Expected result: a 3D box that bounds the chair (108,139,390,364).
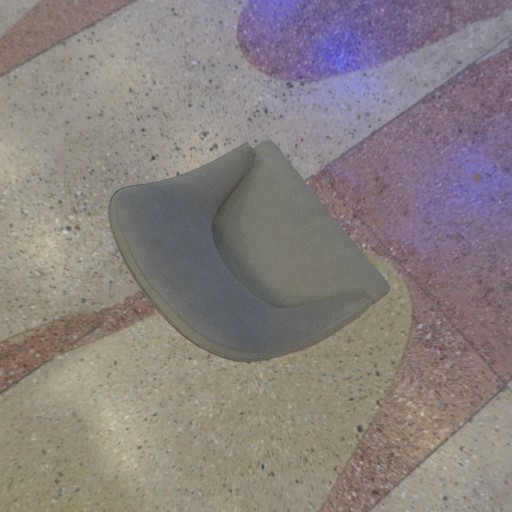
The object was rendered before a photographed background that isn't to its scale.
[{"bbox_3d":[0.000,0.000,1.310,0.575,0.889,0.643,-35,78,-8],"label":"chair"}]
